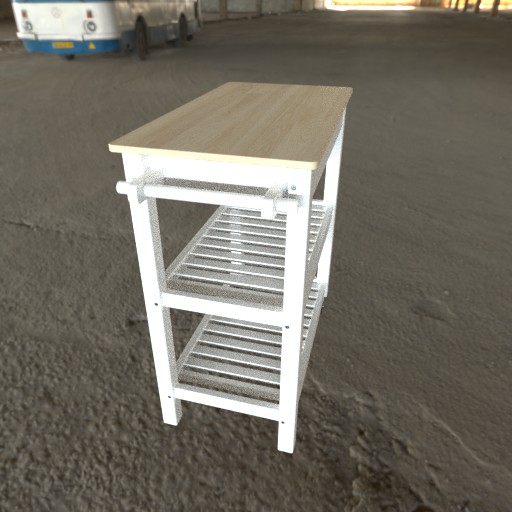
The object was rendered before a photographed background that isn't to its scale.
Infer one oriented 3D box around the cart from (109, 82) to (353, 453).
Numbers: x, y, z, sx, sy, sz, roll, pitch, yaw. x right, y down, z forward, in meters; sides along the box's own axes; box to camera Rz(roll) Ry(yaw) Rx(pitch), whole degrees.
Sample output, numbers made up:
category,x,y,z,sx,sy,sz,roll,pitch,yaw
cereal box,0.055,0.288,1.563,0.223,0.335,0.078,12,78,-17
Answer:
category,x,y,z,sx,sy,sz,roll,pitch,yaw
cart,0.000,0.000,1.461,0.457,0.927,0.899,8,31,13
